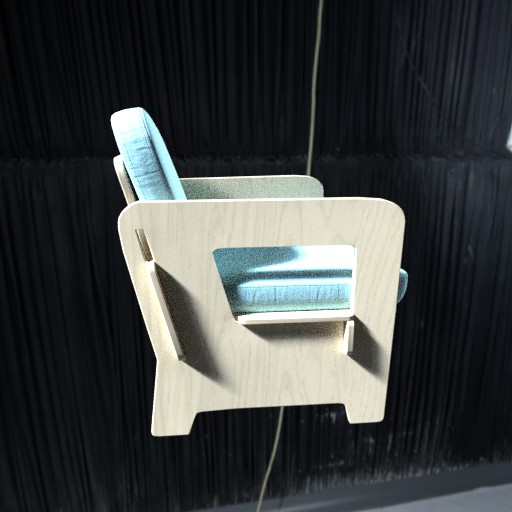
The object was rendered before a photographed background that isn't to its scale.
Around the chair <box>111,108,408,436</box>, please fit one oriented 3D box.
[{"bbox_3d":[0.000,0.000,1.280,0.710,0.800,0.590,-3,16,-11],"label":"chair"}]
